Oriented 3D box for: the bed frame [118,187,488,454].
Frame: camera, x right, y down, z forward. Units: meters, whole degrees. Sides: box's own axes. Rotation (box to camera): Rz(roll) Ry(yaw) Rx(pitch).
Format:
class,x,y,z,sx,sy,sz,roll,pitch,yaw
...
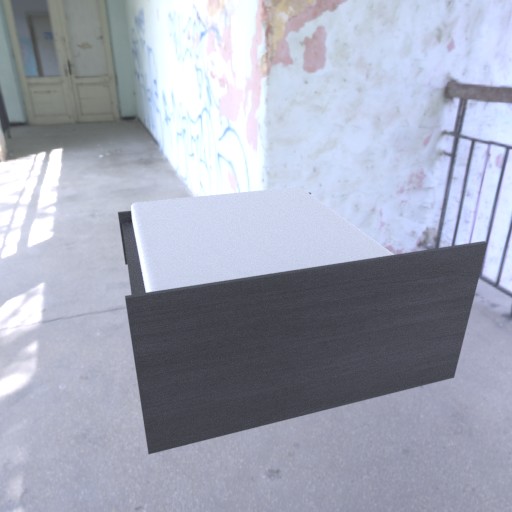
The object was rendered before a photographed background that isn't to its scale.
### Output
class,x,y,z,sx,sy,sz,roll,pitch,yaw
bed frame,0.000,0.000,2.840,1.622,0.800,1.960,-8,27,-16
